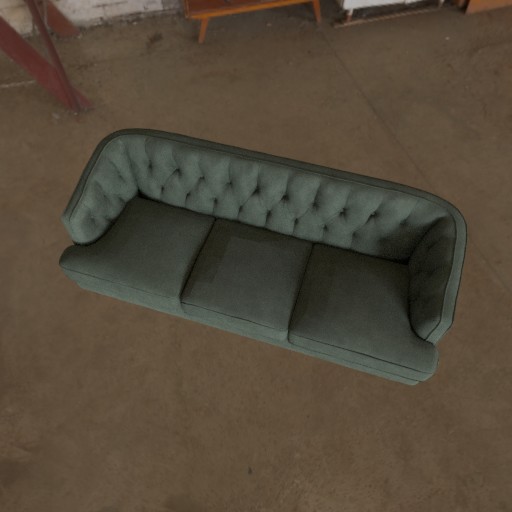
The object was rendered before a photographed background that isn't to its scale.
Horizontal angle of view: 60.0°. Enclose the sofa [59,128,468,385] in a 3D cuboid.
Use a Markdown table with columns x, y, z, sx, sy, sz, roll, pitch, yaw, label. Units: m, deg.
| x | y | z | sx | sy | sz | roll | pitch | yaw | label |
| --- | --- | --- | --- | --- | --- | --- | --- | --- | --- |
| 0.000 | 0.000 | 2.767 | 2.278 | 0.855 | 0.941 | 15 | 58 | 9 | sofa |
